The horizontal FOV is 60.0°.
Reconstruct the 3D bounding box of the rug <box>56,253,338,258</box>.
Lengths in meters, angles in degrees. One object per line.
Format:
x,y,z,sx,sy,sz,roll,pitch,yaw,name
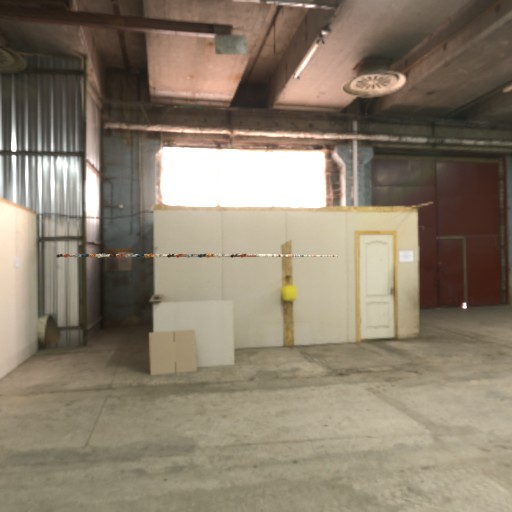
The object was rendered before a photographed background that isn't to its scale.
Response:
0.000,0.000,2.810,0.763,0.015,2.682,0,0,17,rug
